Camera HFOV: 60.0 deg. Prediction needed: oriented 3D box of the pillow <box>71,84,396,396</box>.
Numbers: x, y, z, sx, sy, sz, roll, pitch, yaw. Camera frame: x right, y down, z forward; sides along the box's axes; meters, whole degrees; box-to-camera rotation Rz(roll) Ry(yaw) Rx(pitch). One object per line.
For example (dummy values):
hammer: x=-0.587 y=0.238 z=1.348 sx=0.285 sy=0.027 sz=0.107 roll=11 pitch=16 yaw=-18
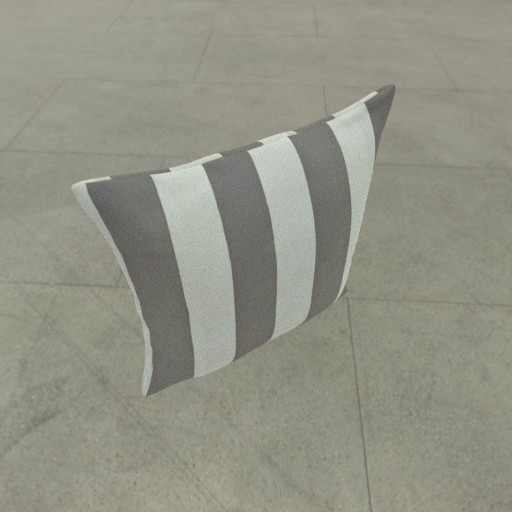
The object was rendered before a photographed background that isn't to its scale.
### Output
pillow: x=0.000 y=0.000 z=0.792 sx=0.522 sy=0.507 sz=0.192 roll=-24 pitch=50 yaw=-22
